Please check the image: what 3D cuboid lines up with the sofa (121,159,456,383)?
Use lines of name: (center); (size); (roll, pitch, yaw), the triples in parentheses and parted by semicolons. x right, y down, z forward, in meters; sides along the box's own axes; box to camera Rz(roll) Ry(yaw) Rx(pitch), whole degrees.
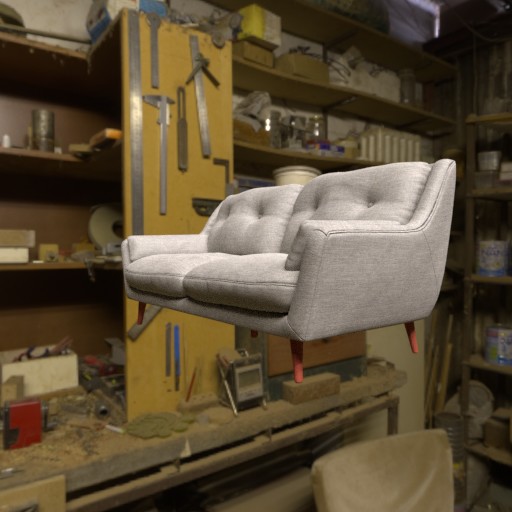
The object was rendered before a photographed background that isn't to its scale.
sofa: (0.000, 0.000, 2.430); (0.976, 0.897, 1.930); (0, 1, -35)
